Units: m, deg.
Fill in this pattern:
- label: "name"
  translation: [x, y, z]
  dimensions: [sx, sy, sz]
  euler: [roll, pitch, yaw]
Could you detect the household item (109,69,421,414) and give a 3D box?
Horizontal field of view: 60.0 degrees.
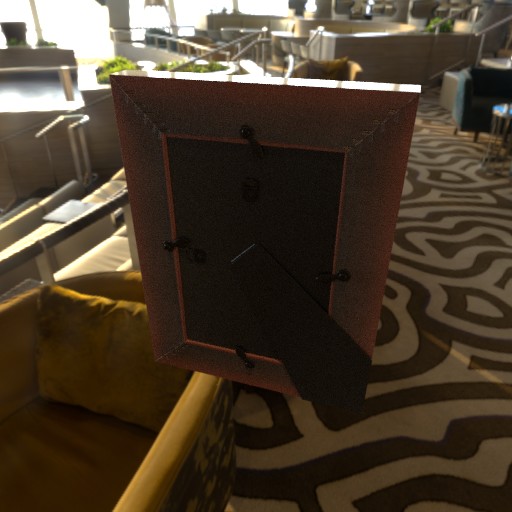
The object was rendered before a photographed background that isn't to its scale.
- label: "household item"
  translation: [0.000, 0.000, 0.288]
  dimensions: [0.165, 0.216, 0.025]
  euler: [9, 32, 15]
